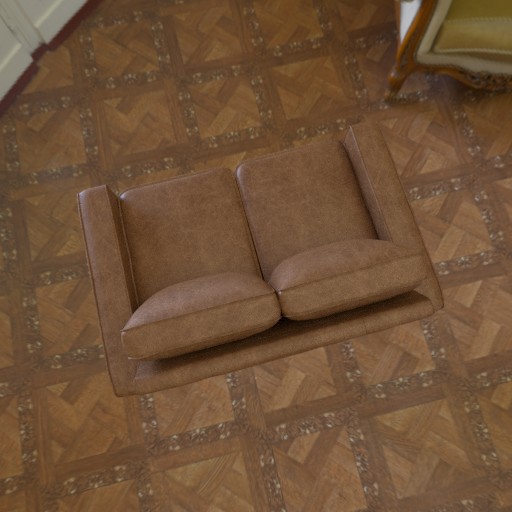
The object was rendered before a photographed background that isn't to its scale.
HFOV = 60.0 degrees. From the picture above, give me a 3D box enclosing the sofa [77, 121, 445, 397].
[{"bbox_3d":[0.000,0.000,2.172,1.532,0.896,1.020,-14,75,-4],"label":"sofa"}]
